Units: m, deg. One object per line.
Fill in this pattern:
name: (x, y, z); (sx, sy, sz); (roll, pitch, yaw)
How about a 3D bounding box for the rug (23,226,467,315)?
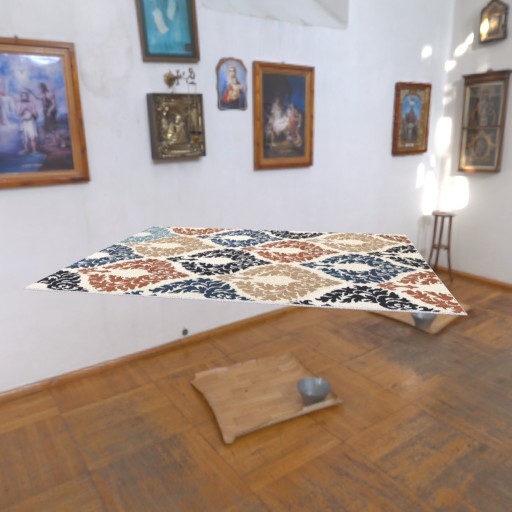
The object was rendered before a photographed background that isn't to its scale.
rug: (0.000, 0.000, 4.119); (3.040, 0.014, 2.423); (2, 15, 9)
